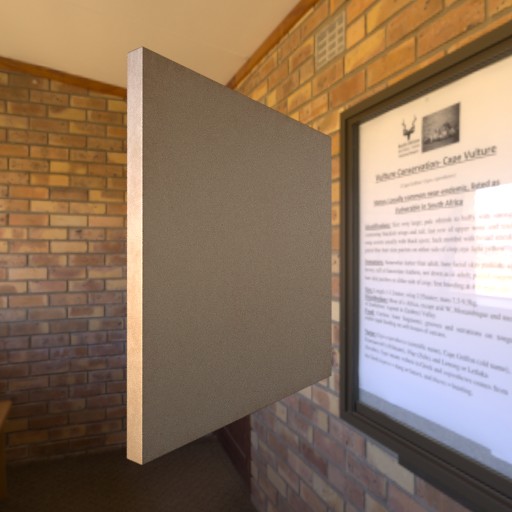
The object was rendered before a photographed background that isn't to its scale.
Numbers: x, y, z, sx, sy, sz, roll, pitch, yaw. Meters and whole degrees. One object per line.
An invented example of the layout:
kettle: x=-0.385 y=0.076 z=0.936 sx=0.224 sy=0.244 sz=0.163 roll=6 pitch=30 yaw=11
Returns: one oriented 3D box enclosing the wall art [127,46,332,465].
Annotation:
wall art: x=0.000 y=0.000 z=0.746 sx=0.030 sy=0.506 sz=0.503 roll=0 pitch=0 yaw=36
